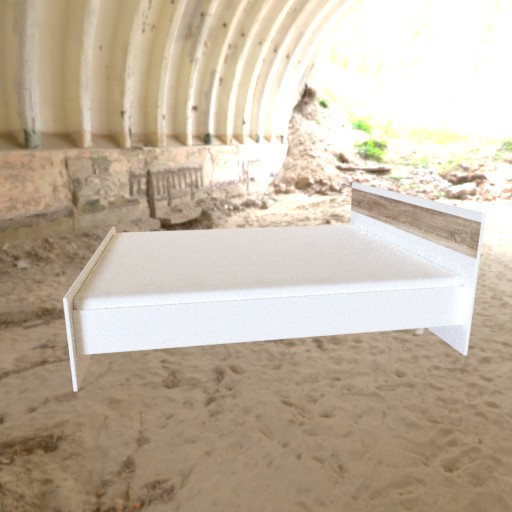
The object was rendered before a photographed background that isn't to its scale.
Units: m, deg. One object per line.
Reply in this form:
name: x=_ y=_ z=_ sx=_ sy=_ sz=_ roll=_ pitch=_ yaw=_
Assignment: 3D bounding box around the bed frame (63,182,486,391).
bed frame: x=0.000 y=0.000 z=2.990 sx=2.060 sy=0.800 sz=1.720 roll=-3 pitch=15 yaw=-10
